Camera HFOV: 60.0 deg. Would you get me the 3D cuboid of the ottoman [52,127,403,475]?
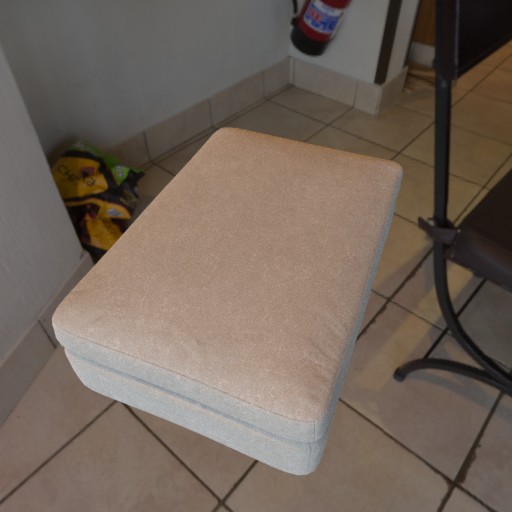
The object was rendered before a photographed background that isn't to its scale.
[{"bbox_3d":[0.000,0.000,1.606,0.840,0.429,1.199,16,48,15],"label":"ottoman"}]
